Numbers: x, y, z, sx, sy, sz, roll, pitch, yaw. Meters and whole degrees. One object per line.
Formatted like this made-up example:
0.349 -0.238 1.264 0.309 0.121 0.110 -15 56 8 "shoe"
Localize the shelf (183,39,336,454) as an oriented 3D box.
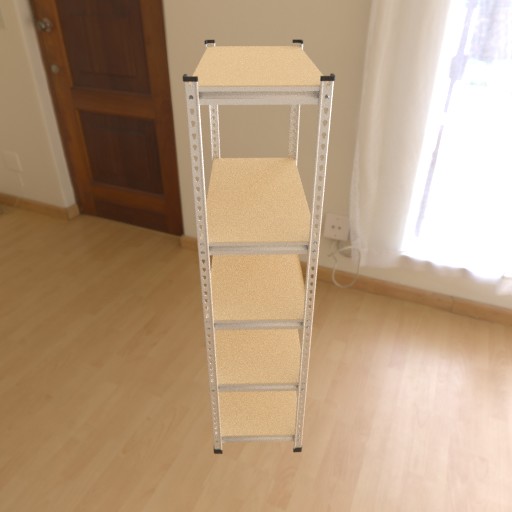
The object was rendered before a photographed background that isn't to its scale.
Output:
0.000 0.000 2.185 0.457 1.829 0.914 -1 32 -1 "shelf"
